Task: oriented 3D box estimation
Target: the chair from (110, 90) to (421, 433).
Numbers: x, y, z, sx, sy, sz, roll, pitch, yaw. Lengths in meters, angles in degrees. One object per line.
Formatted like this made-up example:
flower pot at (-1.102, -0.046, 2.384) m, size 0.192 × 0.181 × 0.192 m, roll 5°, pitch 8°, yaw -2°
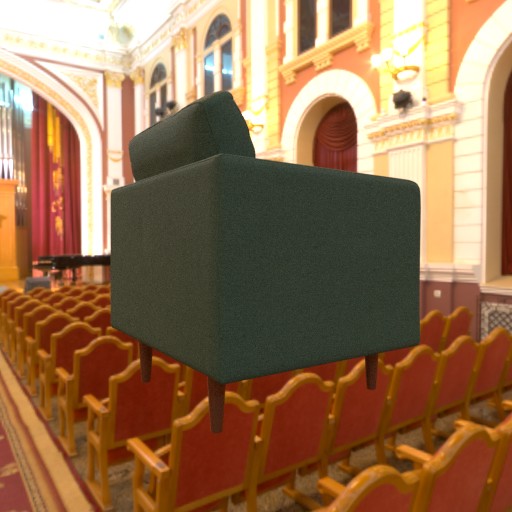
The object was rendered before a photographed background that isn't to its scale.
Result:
chair at (0.000, 0.000, 1.580) m, size 0.800 × 0.927 × 0.855 m, roll -1°, pitch 2°, yaw -35°
